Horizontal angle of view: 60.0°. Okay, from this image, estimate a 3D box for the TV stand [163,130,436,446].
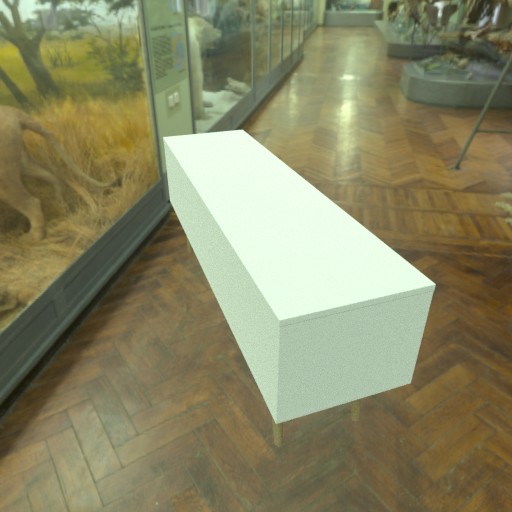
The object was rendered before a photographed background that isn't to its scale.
[{"bbox_3d":[0.000,0.000,1.657,0.401,0.560,1.398,-10,32,-17],"label":"TV stand"}]
